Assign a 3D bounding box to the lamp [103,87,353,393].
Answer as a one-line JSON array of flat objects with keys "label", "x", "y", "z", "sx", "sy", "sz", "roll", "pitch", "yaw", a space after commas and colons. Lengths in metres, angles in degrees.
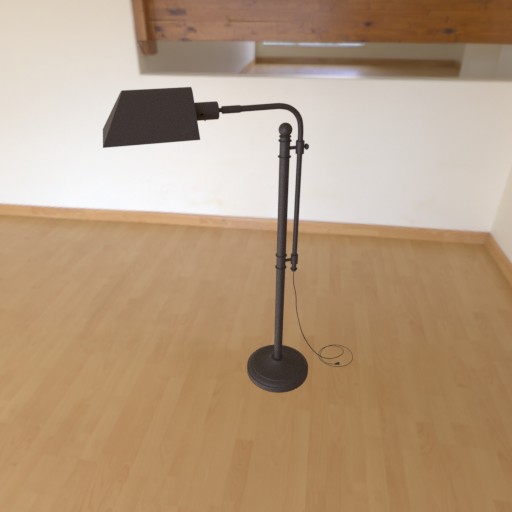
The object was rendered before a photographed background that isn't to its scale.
[{"label": "lamp", "x": 0.000, "y": 0.000, "z": 0.965, "sx": 0.545, "sy": 0.708, "sz": 0.159, "roll": -9, "pitch": 32, "yaw": -14}]
